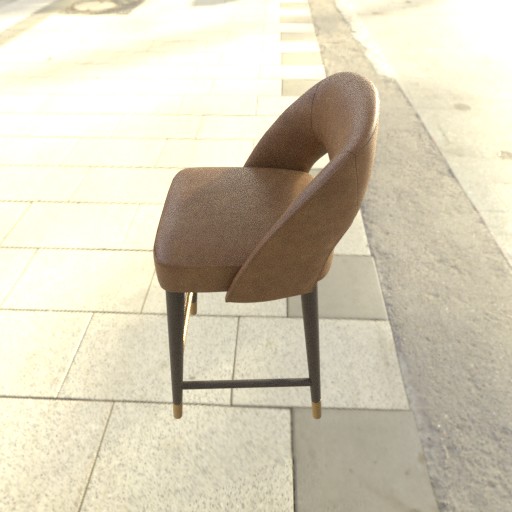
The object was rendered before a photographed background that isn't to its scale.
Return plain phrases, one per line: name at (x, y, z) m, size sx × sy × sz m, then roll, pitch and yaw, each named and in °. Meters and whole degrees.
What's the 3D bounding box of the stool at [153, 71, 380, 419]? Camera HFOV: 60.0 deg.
stool at (0.000, 0.000, 1.233) m, size 0.509 × 0.940 × 0.494 m, roll 0°, pitch 40°, yaw 0°
